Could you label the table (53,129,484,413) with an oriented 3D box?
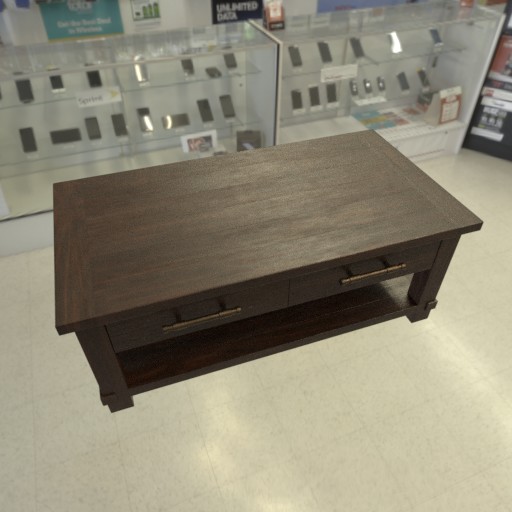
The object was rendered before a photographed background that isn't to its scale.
[{"bbox_3d":[0.000,0.000,1.631,1.270,0.494,0.700,-13,43,-14],"label":"table"}]
